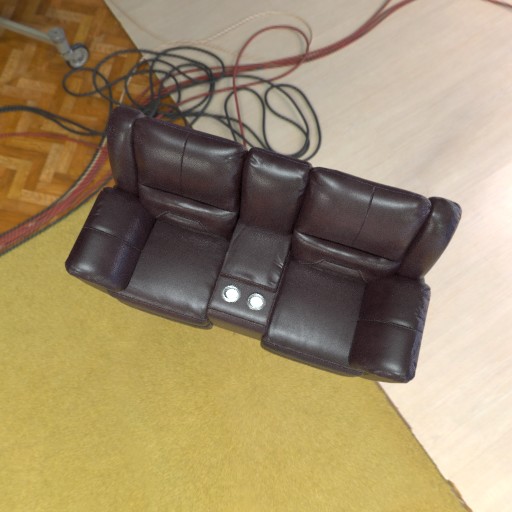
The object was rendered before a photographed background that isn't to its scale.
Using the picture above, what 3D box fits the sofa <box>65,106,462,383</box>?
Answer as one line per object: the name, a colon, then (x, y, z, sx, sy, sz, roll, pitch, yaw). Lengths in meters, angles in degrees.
sofa: (0.000, 0.000, 2.652, 2.058, 1.043, 0.991, 17, 75, 5)
